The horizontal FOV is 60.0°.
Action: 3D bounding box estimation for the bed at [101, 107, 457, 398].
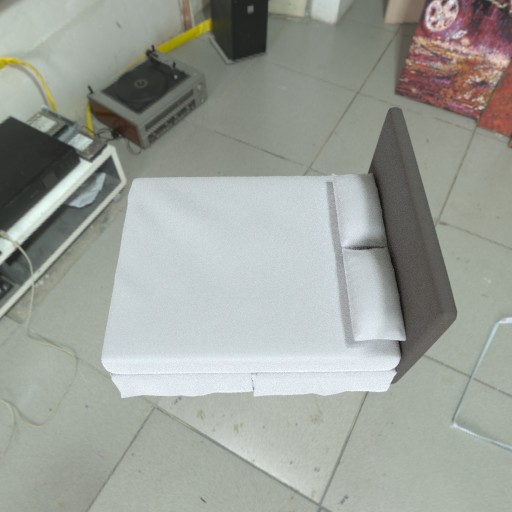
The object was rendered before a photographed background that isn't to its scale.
[{"bbox_3d":[0.000,0.000,3.272,2.142,1.330,1.723,-1,58,0],"label":"bed"}]
